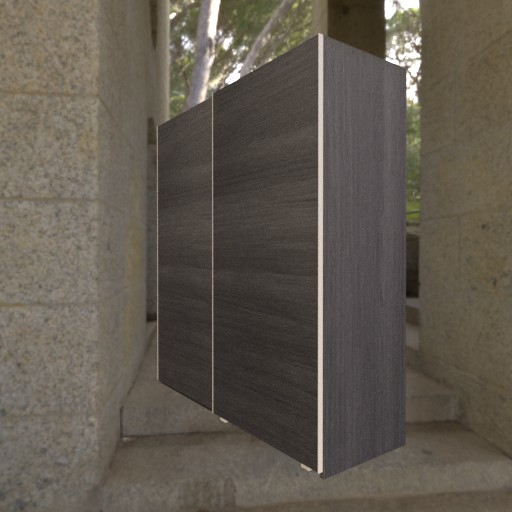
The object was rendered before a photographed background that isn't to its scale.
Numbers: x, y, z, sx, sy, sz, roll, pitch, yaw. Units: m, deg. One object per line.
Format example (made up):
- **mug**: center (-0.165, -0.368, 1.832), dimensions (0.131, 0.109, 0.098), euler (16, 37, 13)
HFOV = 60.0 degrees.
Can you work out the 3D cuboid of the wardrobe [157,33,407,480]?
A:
- **wardrobe**: center (0.000, 0.000, 2.832), dimensions (0.629, 1.960, 1.780), euler (0, 1, -36)
